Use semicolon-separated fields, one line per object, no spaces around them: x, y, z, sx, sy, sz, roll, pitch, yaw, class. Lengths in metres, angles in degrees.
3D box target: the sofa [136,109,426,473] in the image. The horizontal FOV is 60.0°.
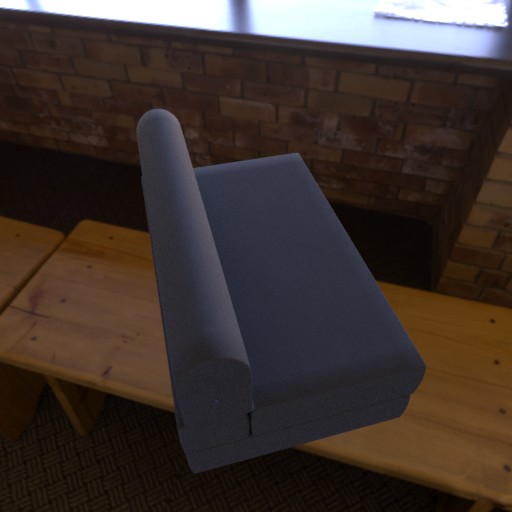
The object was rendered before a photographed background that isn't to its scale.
0.000;0.000;1.676;0.762;0.660;1.219;-11;47;-10;sofa
